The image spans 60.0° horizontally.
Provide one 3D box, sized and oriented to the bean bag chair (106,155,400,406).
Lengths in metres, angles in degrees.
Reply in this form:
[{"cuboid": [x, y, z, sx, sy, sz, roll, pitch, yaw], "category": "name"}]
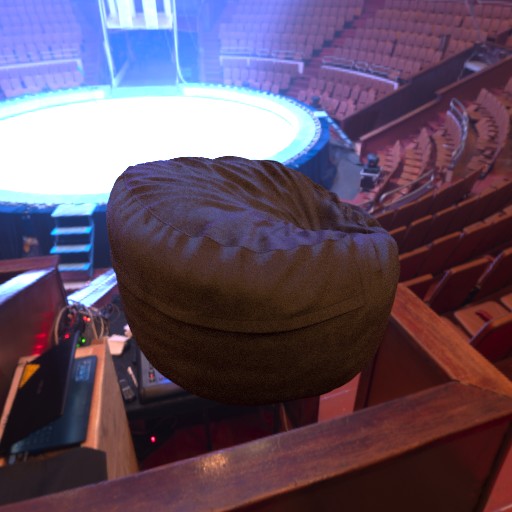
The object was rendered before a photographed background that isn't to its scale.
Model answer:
[{"cuboid": [0.000, 0.000, 2.025, 1.245, 0.821, 1.245, 0, 31, 0], "category": "bean bag chair"}]
